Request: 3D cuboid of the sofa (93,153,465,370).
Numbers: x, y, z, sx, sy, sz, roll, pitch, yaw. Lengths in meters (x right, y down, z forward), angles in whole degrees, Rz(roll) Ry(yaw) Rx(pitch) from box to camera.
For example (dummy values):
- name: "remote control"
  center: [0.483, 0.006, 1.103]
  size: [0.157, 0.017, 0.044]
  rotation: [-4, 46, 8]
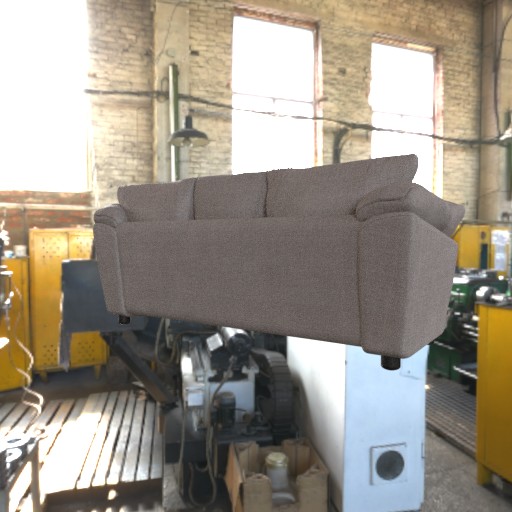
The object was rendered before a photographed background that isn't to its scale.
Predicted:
- name: "sofa"
  center: [0.000, 0.000, 2.837]
  size: [2.334, 0.996, 0.878]
  rotation: [1, 2, 35]
